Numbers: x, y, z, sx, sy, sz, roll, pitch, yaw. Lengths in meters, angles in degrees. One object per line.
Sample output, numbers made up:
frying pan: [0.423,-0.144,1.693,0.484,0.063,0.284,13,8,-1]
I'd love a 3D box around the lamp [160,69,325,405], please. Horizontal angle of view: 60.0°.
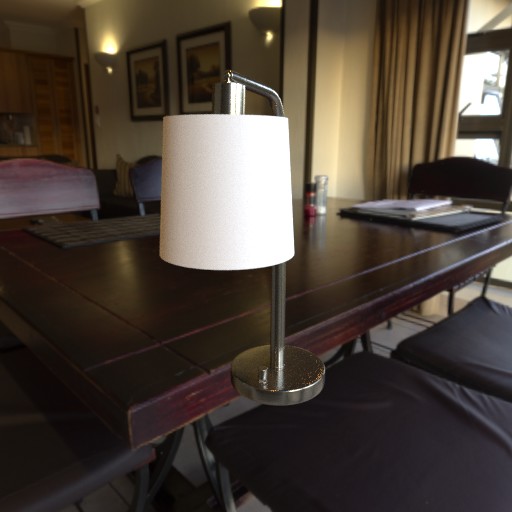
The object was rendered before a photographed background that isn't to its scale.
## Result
lamp: [0.000,0.000,0.648,0.171,0.489,0.333,7,16,26]
